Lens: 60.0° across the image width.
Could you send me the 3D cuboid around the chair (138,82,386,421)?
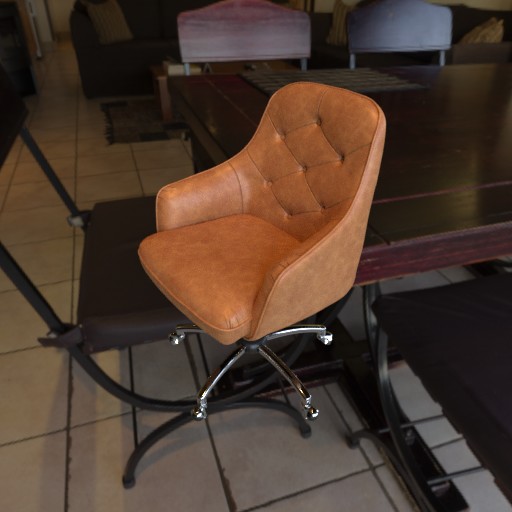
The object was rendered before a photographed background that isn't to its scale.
[{"bbox_3d":[0.000,0.000,1.349,0.615,0.909,0.628,-22,38,-31],"label":"chair"}]
